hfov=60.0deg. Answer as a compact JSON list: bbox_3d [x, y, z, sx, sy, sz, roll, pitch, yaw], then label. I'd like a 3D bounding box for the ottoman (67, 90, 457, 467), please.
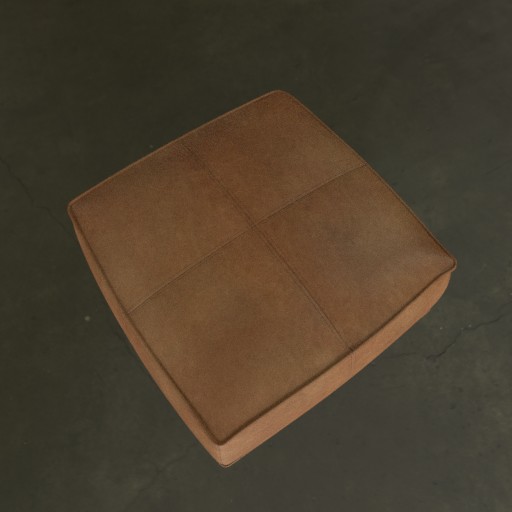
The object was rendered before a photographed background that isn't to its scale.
[{"bbox_3d":[0.000,0.000,1.375,0.901,0.395,0.902,-33,69,-15],"label":"ottoman"}]
